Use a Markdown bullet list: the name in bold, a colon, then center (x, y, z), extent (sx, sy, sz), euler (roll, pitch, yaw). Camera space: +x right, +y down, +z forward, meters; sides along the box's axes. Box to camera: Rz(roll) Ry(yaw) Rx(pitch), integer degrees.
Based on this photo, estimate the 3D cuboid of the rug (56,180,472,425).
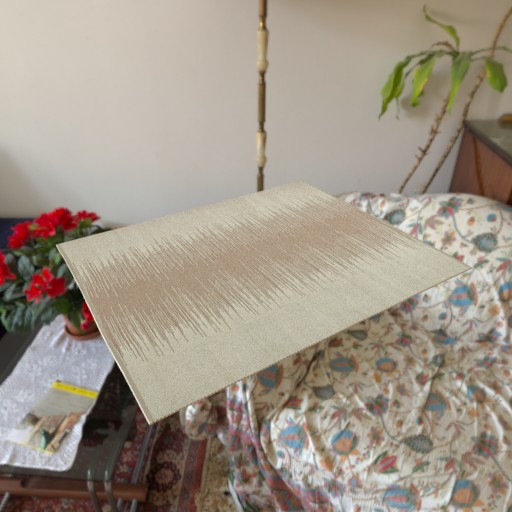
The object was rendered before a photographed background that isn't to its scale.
- **rug**: center (0.000, 0.000, 4.123), extent (3.048, 0.013, 2.438), euler (-19, 36, -27)
